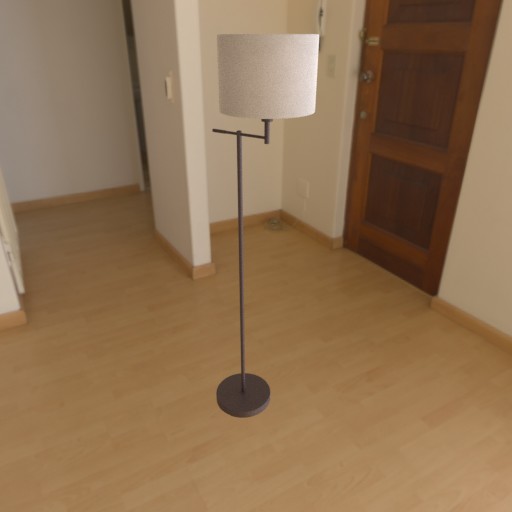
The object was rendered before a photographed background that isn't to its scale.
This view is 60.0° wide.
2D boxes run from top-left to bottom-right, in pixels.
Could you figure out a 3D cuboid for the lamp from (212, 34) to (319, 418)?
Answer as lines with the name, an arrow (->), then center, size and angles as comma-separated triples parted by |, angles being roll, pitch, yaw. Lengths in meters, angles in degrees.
lamp -> 0.000, 0.000, 1.787 | 0.416, 1.600, 0.324 | 17, 31, 31
